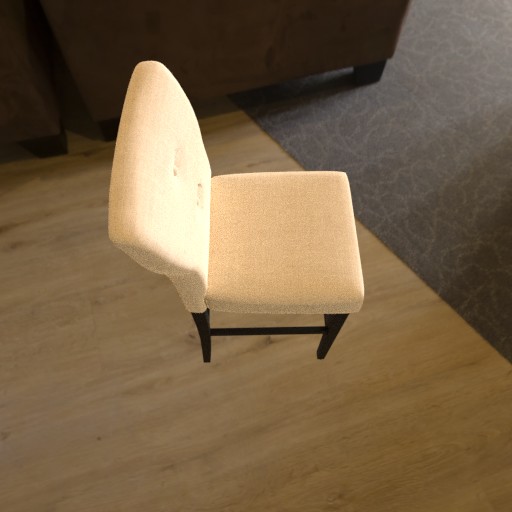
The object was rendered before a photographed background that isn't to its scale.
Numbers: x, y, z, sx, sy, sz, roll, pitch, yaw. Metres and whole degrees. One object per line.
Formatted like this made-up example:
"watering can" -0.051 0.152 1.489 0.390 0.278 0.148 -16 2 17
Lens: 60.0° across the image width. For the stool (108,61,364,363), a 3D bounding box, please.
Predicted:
"stool" 0.000 0.000 1.444 0.603 1.124 0.516 -1 63 -1
